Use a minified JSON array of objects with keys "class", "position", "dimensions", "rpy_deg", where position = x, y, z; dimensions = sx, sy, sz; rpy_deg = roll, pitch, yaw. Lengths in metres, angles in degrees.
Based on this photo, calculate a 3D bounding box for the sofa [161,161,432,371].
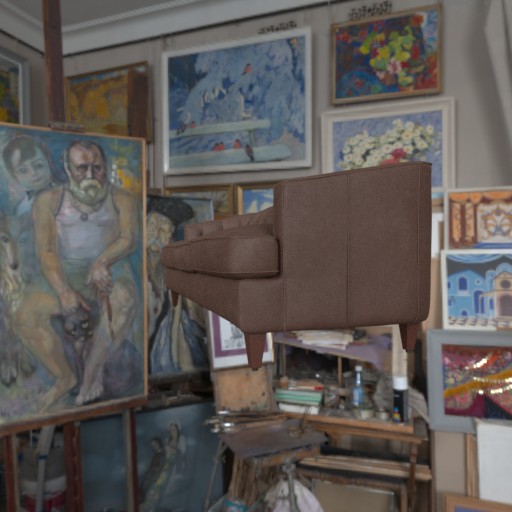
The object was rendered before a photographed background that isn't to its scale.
[{"class":"sofa","position":[0.000,0.000,2.588],"dimensions":[0.927,0.787,2.227],"rpy_deg":[0,0,-18]}]
